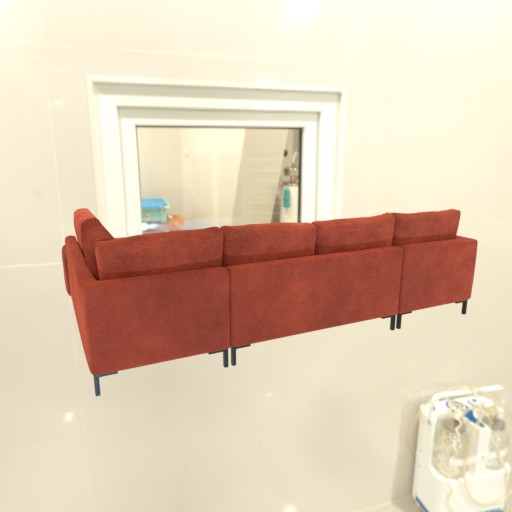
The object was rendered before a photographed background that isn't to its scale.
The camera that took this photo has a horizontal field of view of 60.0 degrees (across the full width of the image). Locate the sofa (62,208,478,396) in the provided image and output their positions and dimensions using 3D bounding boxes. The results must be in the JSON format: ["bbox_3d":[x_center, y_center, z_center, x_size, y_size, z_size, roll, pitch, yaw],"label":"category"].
[{"bbox_3d":[0.000,0.000,3.766,2.971,0.858,1.981,-6,15,-25],"label":"sofa"}]
